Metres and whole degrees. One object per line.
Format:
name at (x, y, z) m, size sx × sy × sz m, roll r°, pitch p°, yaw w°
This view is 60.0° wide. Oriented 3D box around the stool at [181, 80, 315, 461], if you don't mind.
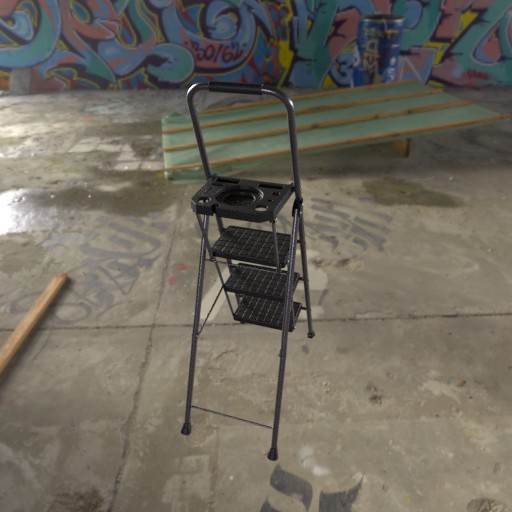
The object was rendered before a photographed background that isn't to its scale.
stool at (0.000, 0.000, 1.634) m, size 0.396 × 1.277 × 0.733 m, roll 10°, pitch 34°, yaw 15°
